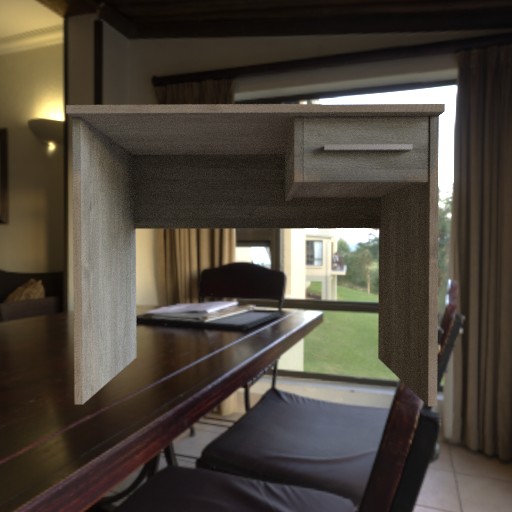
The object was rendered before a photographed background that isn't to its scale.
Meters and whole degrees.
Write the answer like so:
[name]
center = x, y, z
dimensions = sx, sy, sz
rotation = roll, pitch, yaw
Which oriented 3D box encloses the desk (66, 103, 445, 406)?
[desk]
center = 0.000, 0.000, 1.299
dimensions = 0.893, 0.724, 0.498
rotation = 0, 1, 1
